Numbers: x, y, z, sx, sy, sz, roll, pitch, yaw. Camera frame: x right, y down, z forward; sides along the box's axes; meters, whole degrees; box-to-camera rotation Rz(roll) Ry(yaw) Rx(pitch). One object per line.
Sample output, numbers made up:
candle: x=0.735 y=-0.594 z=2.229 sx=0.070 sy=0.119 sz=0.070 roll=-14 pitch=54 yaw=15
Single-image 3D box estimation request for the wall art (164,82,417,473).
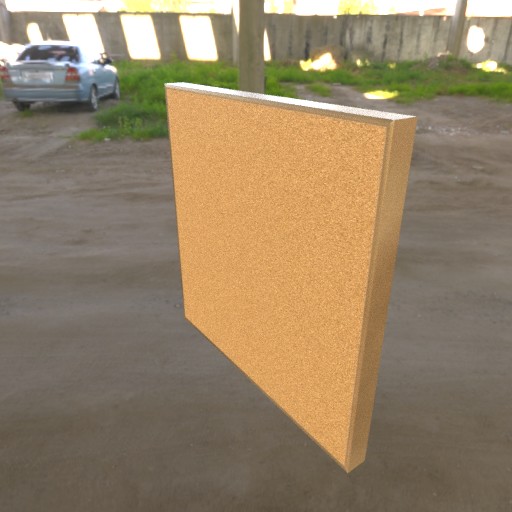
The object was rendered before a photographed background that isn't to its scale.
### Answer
wall art: x=0.000 y=0.000 z=0.746 sx=0.038 sy=0.511 sz=0.513 roll=-18 pitch=31 yaw=-32
